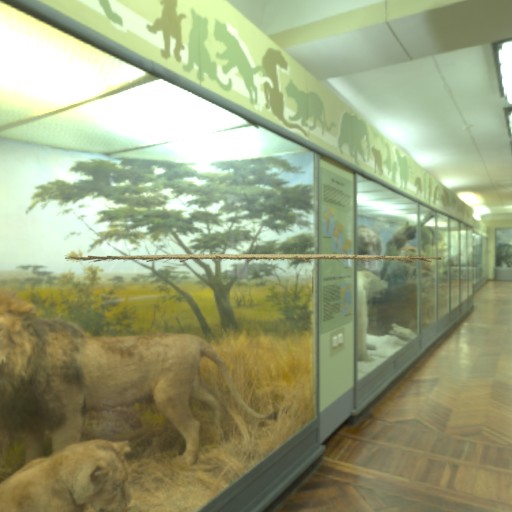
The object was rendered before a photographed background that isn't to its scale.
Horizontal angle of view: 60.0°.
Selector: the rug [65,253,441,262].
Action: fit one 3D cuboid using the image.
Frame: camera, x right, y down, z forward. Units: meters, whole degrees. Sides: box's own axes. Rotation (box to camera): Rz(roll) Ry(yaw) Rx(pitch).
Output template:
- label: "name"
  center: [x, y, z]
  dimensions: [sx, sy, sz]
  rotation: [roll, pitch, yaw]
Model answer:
- label: "rug"
  center: [0.000, 0.000, 2.436]
  dimensions: [1.224, 0.027, 2.085]
  rotation: [0, 1, 1]
